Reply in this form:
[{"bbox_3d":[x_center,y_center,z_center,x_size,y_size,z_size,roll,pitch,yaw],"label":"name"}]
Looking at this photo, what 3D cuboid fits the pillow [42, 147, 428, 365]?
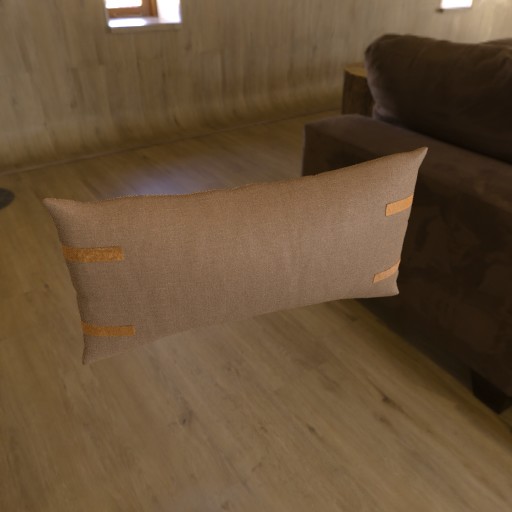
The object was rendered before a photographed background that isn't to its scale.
[{"bbox_3d":[0.000,0.000,0.740,0.612,0.308,0.148,-10,34,-16],"label":"pillow"}]
